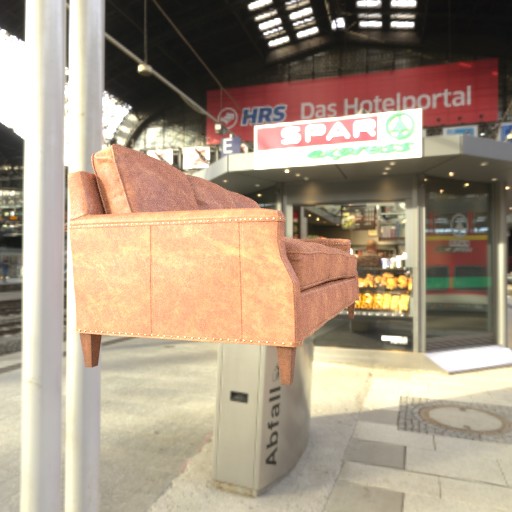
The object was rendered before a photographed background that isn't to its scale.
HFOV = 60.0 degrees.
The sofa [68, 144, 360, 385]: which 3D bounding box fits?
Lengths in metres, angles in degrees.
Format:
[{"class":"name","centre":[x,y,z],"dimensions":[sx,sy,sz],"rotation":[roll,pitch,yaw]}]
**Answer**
[{"class":"sofa","centre":[0.000,0.000,2.820],"dimensions":[1.084,1.003,2.246],"rotation":[0,-1,19]}]
